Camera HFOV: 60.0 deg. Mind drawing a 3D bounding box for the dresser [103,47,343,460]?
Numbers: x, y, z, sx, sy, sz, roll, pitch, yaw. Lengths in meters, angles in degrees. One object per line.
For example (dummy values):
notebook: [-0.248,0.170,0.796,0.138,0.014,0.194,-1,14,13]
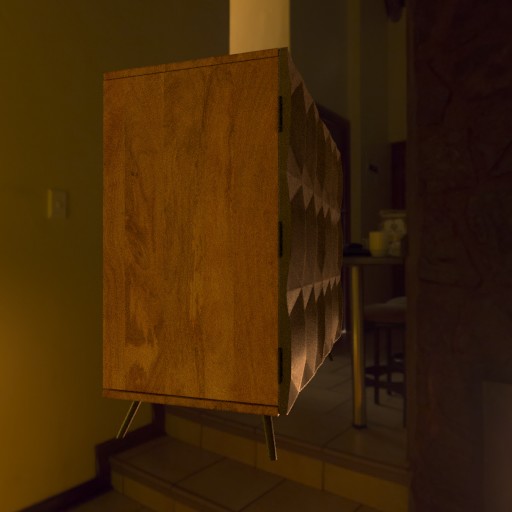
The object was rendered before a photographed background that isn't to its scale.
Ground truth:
dresser: [0.000,0.000,1.418,0.446,0.847,0.967,0,0,17]
